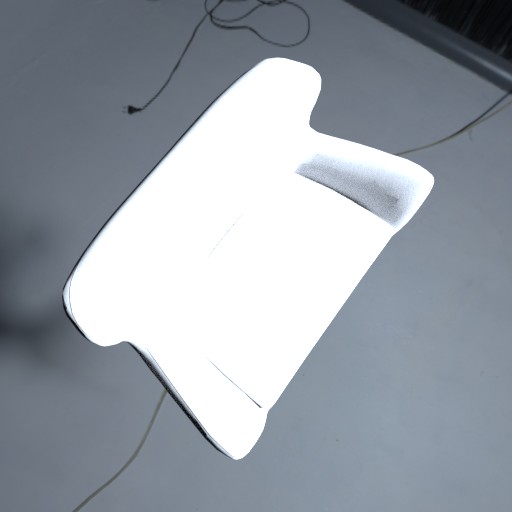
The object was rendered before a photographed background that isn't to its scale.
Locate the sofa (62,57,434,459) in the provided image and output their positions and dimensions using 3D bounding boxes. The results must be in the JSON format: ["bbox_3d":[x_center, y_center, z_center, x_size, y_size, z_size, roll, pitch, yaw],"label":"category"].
[{"bbox_3d":[0.000,0.000,1.982,0.921,0.878,1.424,36,78,9],"label":"sofa"}]
